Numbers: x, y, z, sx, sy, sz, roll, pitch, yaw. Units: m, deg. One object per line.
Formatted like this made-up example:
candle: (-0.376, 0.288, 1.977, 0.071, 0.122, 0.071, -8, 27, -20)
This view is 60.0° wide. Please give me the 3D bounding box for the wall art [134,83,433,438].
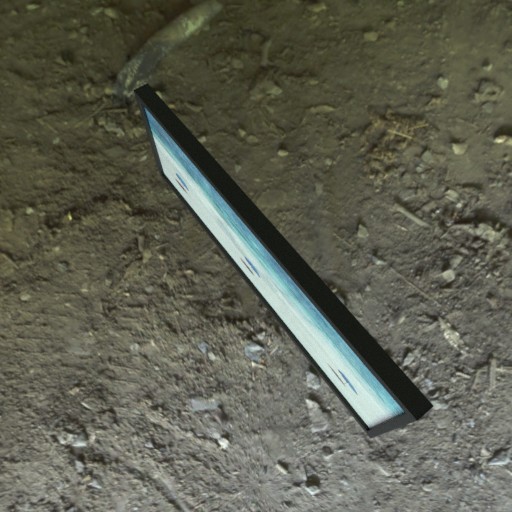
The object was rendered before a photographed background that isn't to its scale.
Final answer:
wall art: (0.000, 0.000, 0.963, 0.037, 0.303, 0.860, -33, 68, -16)
